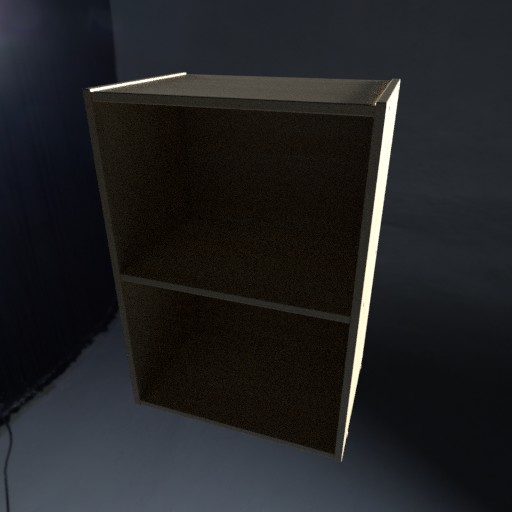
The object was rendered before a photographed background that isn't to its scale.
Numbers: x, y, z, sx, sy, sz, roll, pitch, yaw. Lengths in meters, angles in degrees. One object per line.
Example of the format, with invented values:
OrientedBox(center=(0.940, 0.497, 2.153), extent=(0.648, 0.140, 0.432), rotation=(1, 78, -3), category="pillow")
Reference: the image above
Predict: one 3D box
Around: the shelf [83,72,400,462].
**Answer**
OrientedBox(center=(0.000, 0.000, 0.812), extent=(0.414, 0.592, 0.290), rotation=(9, 28, 17), category="shelf")
